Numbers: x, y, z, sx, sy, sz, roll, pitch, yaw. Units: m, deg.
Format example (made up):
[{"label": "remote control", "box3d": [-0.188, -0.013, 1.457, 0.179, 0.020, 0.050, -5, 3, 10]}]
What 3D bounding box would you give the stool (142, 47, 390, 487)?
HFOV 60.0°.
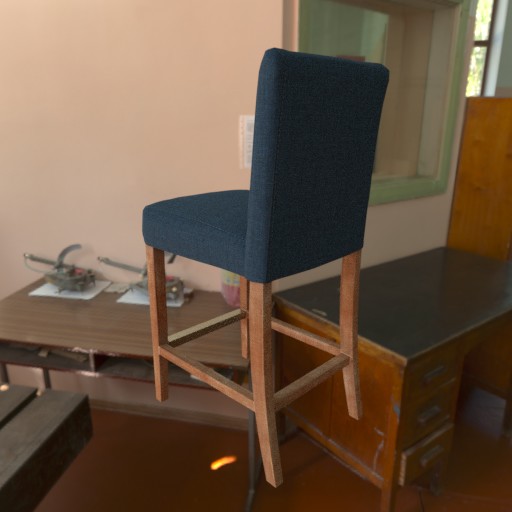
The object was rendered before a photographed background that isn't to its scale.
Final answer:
[{"label": "stool", "box3d": [0.000, 0.000, 1.308, 0.454, 1.039, 0.567, -16, 24, -42]}]
